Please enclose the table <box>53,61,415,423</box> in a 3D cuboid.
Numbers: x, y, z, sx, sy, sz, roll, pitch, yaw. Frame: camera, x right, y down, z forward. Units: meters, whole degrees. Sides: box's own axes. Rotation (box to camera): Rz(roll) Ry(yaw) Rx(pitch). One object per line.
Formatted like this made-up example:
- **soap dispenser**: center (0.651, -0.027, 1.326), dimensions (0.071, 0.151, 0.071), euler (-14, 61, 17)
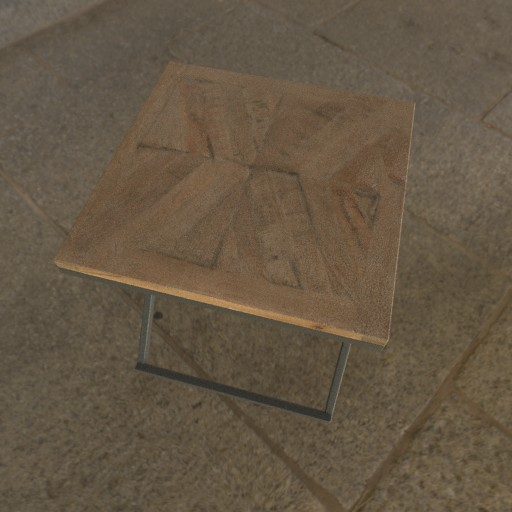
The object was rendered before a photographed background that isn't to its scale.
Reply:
- **table**: center (0.000, 0.000, 0.985), dimensions (0.499, 0.550, 0.498), euler (13, 59, 8)
